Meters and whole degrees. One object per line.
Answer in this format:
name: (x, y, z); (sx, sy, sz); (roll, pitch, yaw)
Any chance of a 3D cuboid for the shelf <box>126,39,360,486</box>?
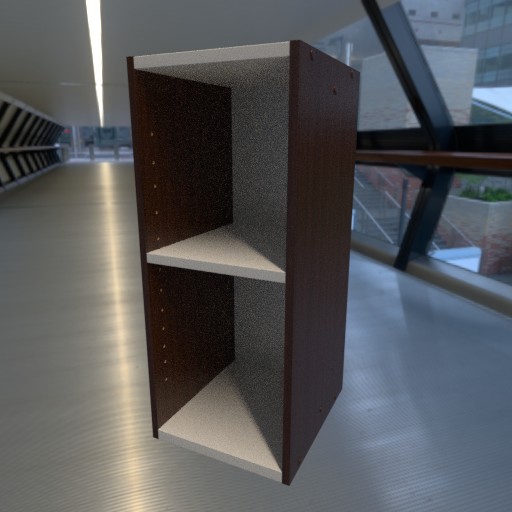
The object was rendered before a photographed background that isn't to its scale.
shelf: (0.000, 0.000, 0.751); (0.253, 0.600, 0.290); (7, 17, 25)
